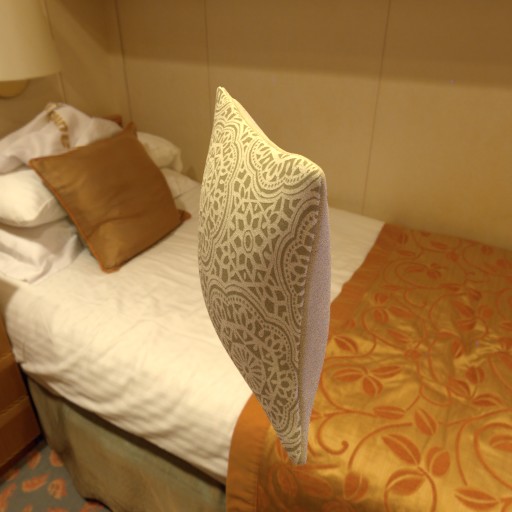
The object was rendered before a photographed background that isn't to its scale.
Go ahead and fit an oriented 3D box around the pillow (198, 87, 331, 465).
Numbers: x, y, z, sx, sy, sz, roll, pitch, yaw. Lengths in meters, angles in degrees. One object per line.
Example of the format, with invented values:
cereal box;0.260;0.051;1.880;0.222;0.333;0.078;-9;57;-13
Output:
pillow;0.000;0.000;0.674;0.167;0.421;0.438;-8;31;-14
